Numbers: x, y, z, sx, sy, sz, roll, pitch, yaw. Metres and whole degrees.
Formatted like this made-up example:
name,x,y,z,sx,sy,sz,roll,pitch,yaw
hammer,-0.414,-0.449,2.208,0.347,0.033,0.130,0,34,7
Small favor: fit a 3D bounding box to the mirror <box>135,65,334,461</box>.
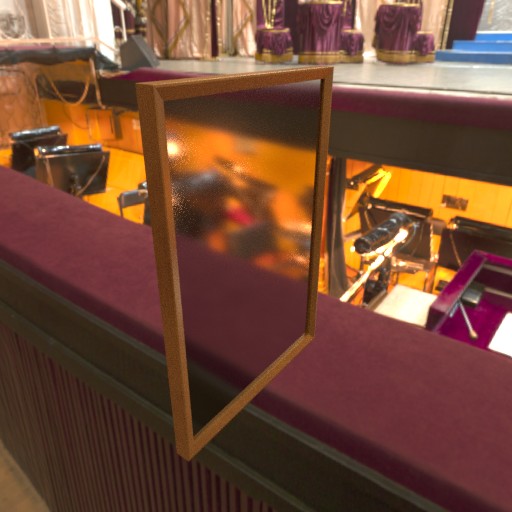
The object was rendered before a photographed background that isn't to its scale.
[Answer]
name,x,y,z,sx,sy,sz,roll,pitch,yaw
mirror,0.000,0.000,0.927,0.039,0.710,0.507,18,32,32
